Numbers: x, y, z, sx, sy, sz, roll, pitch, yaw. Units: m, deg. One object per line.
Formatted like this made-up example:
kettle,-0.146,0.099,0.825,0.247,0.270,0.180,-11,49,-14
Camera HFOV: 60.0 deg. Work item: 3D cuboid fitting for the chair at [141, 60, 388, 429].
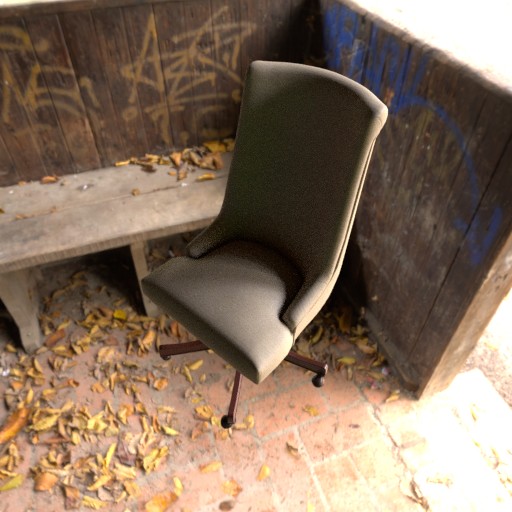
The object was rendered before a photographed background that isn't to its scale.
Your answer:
chair,0.000,0.000,1.451,0.645,1.010,0.696,32,54,28
